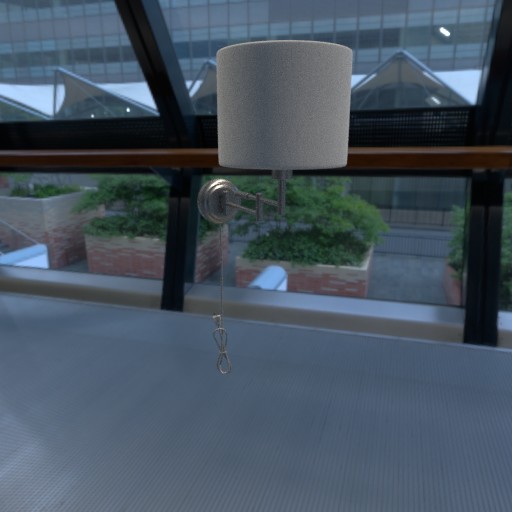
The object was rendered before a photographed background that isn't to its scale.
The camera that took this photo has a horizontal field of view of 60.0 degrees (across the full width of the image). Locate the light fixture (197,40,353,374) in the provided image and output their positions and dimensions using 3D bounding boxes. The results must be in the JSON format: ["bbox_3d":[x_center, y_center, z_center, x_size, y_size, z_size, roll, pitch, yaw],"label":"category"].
[{"bbox_3d":[0.000,0.000,1.040,0.253,0.842,0.479,-8,17,-27],"label":"light fixture"}]
